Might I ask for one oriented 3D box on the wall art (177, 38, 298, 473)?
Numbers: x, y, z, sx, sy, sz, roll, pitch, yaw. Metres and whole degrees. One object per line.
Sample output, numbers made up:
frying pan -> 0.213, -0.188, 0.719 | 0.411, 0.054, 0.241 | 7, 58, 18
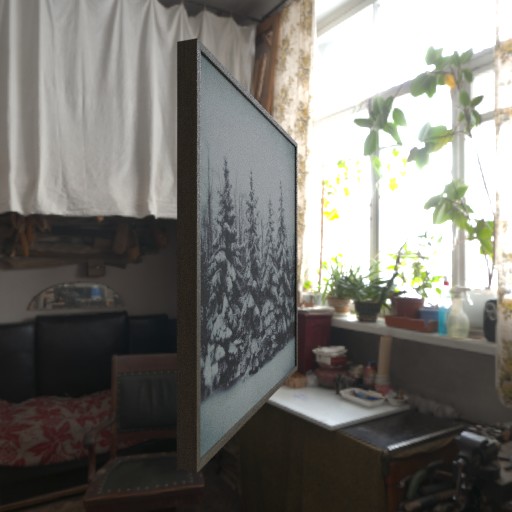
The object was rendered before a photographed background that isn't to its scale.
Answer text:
wall art -> 0.000, 0.000, 1.137 | 0.039, 0.758, 0.758 | 0, 0, 19
